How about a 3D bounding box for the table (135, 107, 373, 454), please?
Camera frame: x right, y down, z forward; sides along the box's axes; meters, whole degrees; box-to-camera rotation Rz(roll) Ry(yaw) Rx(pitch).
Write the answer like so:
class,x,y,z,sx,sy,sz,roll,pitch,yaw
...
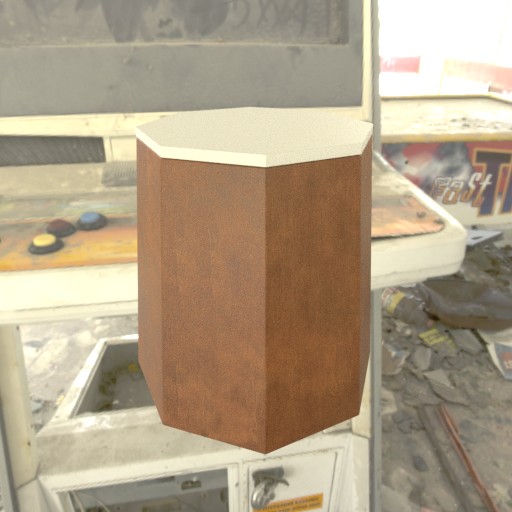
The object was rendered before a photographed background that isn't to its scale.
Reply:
class,x,y,z,sx,sy,sz,roll,pitch,yaw
table,0.000,0.000,0.793,0.439,0.457,0.439,8,28,15
